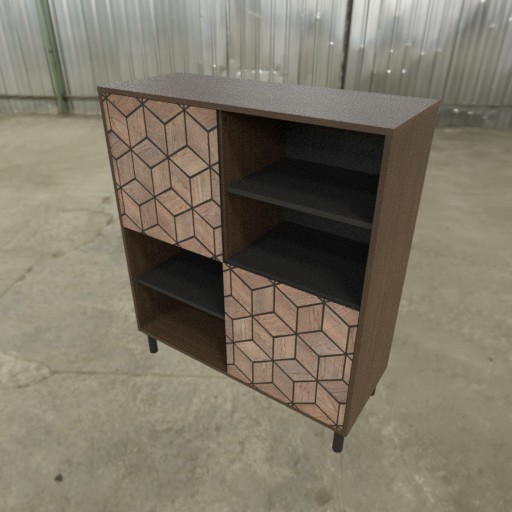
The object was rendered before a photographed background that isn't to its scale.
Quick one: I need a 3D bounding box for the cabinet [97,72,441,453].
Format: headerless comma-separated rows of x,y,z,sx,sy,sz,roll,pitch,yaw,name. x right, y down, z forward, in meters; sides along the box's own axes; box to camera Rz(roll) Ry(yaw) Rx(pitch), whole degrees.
0.000,0.000,1.666,1.010,1.170,0.400,19,35,29,cabinet
